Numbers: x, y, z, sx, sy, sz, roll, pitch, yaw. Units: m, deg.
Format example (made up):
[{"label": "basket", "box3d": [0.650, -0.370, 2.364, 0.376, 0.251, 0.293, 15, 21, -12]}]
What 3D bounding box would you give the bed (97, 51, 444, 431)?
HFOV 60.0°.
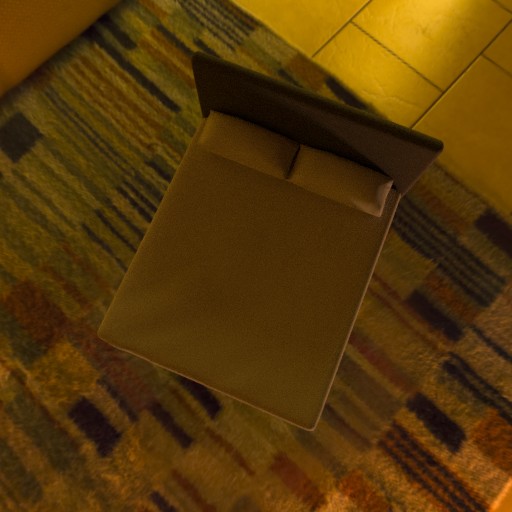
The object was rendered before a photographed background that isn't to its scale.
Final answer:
[{"label": "bed", "box3d": [0.000, 0.000, 3.393, 1.884, 1.330, 2.142, 22, 78, 5]}]
